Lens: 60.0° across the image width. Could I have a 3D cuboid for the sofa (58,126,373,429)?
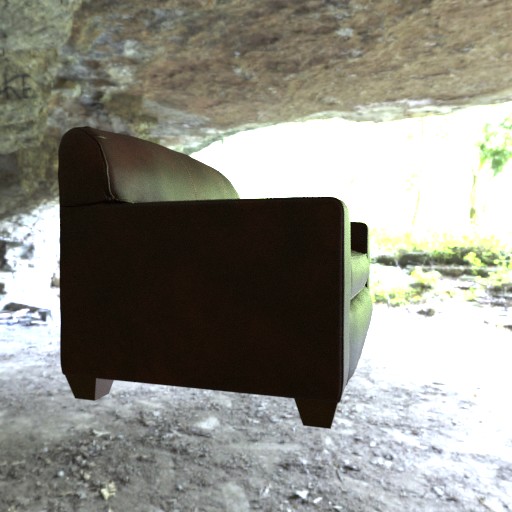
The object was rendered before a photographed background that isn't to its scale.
[{"bbox_3d":[0.000,0.000,1.998,1.000,0.956,1.413,0,1,17],"label":"sofa"}]
